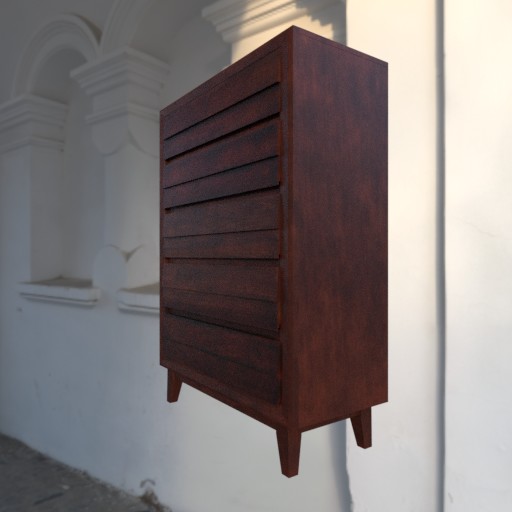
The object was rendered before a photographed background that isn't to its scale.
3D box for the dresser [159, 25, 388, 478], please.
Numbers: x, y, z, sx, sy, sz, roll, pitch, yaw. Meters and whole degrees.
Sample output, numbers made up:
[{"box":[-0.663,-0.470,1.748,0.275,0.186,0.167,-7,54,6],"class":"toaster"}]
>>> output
[{"box":[0.000,0.000,2.023,0.506,1.514,1.072,0,0,-36],"class":"dresser"}]
